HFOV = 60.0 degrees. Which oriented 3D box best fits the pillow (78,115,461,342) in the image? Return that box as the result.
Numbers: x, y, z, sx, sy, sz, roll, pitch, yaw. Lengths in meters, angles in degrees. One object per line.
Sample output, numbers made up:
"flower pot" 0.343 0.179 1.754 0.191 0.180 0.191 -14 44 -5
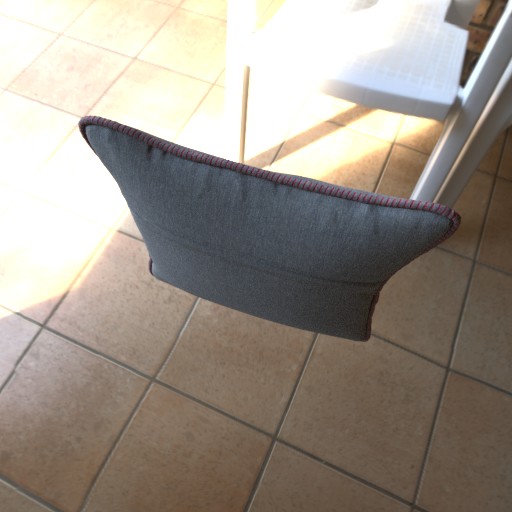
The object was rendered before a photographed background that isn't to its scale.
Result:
"pillow" 0.000 0.000 0.730 0.482 0.491 0.124 16 64 8
